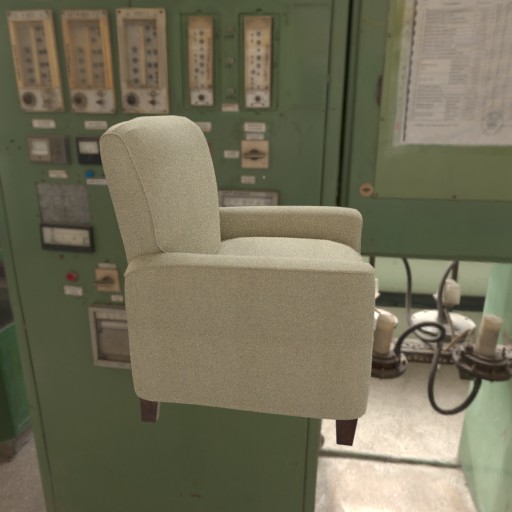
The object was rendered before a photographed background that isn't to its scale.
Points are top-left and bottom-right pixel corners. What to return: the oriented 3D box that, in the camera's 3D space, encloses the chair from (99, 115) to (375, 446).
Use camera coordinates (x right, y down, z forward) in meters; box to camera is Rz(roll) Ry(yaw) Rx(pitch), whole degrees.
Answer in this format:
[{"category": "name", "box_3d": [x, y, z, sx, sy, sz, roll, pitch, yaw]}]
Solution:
[{"category": "chair", "box_3d": [0.000, 0.000, 1.674, 0.853, 1.006, 0.850, 3, 19, 9]}]
